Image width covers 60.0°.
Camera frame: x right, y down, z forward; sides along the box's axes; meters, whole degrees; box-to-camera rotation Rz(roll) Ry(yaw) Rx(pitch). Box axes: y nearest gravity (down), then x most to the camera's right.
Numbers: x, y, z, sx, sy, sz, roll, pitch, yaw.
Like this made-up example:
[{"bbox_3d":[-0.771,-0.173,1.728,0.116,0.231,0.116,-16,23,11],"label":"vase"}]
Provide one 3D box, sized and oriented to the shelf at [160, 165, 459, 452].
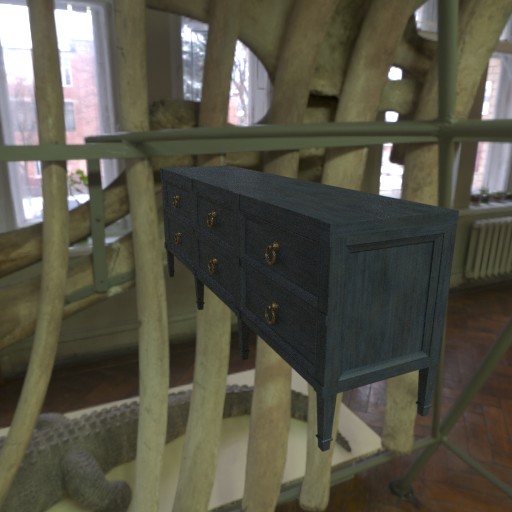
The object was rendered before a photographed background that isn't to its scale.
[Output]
[{"bbox_3d":[0.000,0.000,2.153,0.471,0.715,1.878,-7,18,-24],"label":"shelf"}]
